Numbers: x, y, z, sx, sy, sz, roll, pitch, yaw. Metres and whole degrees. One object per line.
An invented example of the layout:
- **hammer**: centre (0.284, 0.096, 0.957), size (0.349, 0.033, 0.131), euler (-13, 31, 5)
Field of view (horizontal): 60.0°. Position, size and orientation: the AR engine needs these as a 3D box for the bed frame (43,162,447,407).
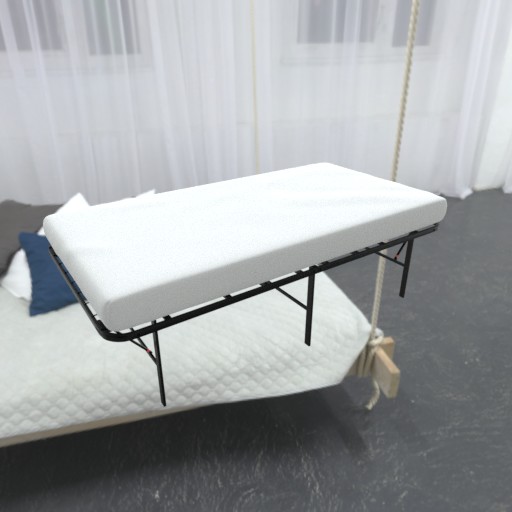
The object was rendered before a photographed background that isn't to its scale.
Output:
- **bed frame**: centre (0.000, 0.000, 2.403), size (1.903, 0.619, 0.989), euler (-17, 31, -31)
